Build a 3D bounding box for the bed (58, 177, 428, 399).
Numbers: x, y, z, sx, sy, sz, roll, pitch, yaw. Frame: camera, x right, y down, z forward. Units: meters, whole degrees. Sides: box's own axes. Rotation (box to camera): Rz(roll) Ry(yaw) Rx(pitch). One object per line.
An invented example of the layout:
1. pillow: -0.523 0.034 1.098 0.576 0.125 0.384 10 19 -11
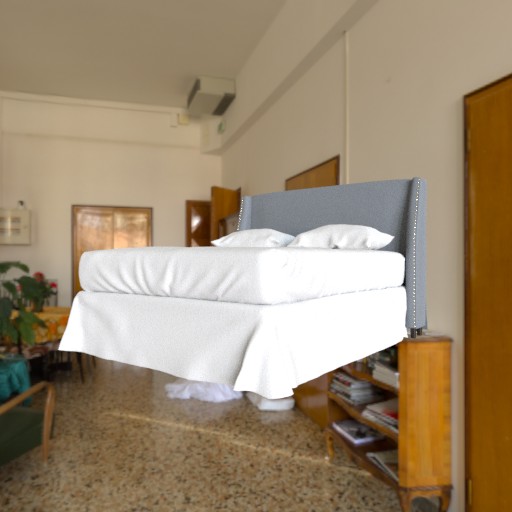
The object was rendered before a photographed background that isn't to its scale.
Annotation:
1. bed: 0.000 0.000 3.406 1.925 1.332 2.276 0 0 37
